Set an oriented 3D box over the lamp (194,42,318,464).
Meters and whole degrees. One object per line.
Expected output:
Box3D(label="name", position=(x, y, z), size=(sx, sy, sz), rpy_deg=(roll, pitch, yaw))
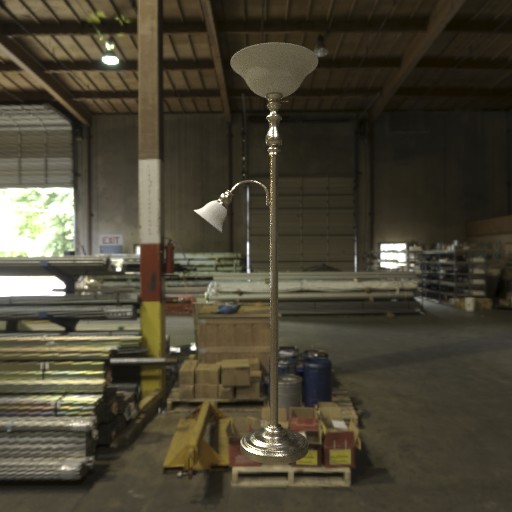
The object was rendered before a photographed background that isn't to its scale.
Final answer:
Box3D(label="lamp", position=(0.000, 0.000, 2.055), size=(0.575, 1.785, 0.405), rpy_deg=(0, 0, 0))
